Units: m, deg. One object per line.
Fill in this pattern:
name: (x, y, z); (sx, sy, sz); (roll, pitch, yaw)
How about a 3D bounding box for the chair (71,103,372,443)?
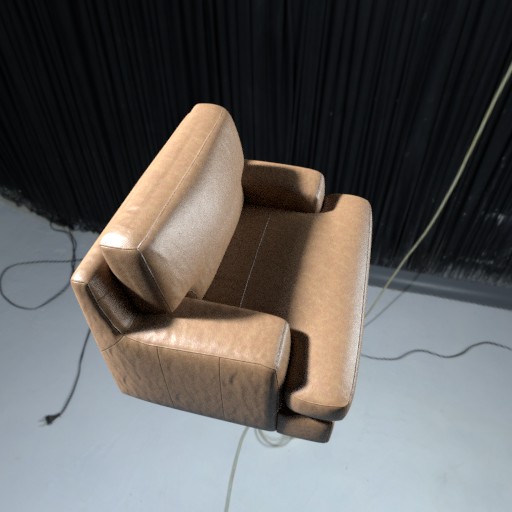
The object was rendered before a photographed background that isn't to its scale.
chair: (0.000, 0.000, 2.052); (1.050, 0.978, 1.276); (10, 46, 10)
